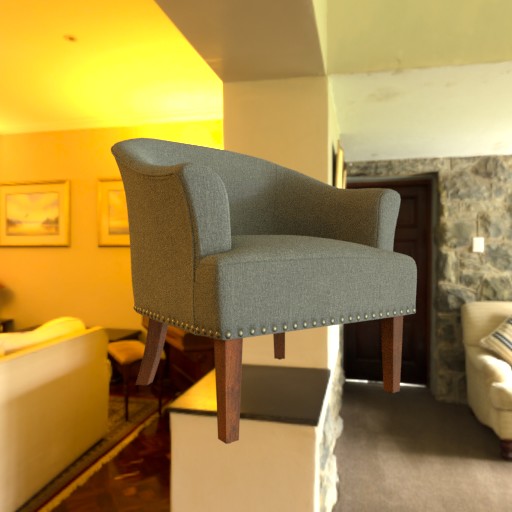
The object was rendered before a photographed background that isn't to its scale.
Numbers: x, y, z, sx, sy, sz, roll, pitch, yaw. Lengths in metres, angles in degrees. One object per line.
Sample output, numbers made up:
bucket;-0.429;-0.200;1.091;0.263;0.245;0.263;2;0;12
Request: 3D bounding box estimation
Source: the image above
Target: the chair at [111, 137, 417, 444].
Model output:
chair;0.000;0.000;1.392;0.798;0.815;0.704;0;1;-36
